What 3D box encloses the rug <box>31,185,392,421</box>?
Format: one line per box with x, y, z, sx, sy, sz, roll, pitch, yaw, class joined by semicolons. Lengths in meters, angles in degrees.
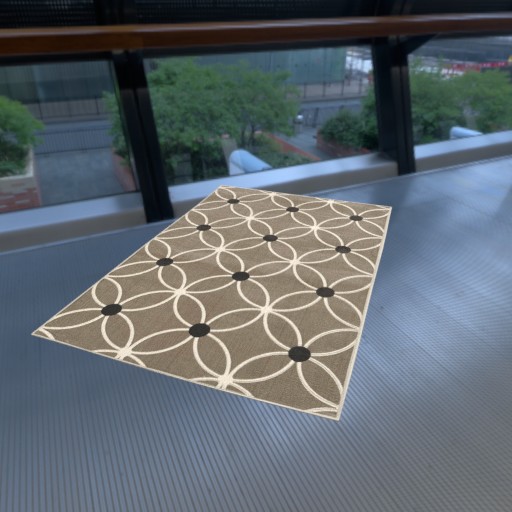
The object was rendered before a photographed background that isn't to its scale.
0.000;0.000;2.867;1.522;0.008;2.284;10;30;17;rug
